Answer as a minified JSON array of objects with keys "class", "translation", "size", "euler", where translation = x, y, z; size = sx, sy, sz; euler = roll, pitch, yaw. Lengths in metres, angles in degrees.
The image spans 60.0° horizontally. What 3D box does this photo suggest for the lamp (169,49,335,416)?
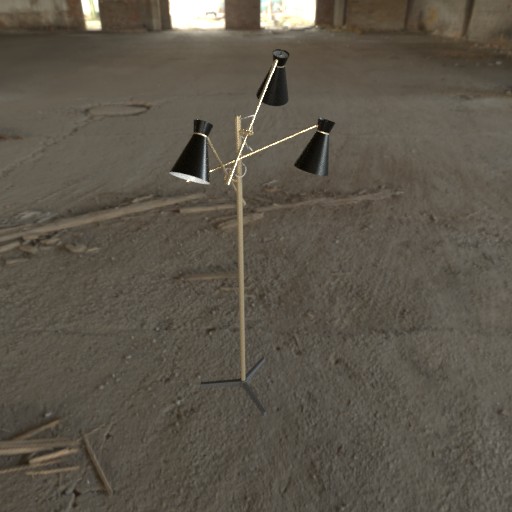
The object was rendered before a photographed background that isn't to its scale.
[{"class":"lamp","translation":[0.000,0.000,2.175],"size":[0.653,1.804,0.750],"euler":[0,30,0]}]
